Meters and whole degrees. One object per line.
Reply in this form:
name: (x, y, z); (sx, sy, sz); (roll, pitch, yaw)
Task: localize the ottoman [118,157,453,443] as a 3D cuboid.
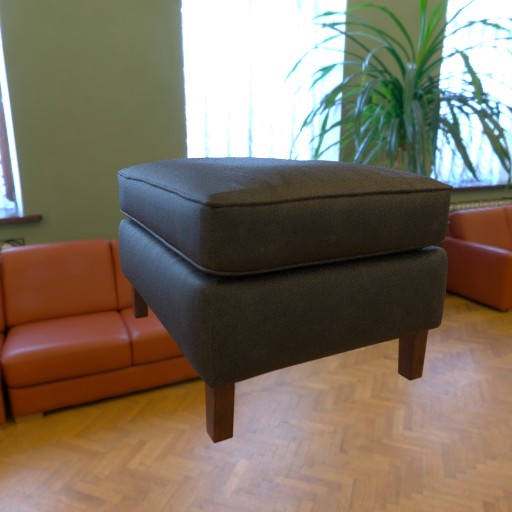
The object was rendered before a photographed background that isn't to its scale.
ottoman: (0.000, 0.000, 0.973); (0.501, 0.413, 0.665); (-7, 16, -26)
